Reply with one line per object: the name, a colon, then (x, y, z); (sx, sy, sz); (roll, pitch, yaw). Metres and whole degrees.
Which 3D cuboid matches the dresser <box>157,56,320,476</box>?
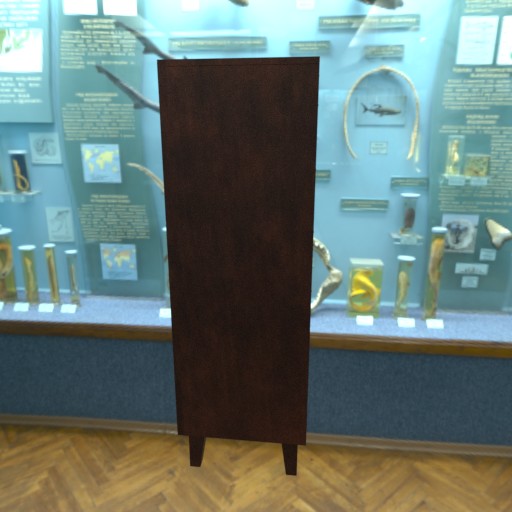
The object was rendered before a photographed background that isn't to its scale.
dresser: (0.000, 0.000, 2.028); (0.506, 1.514, 1.072); (2, 16, 7)
